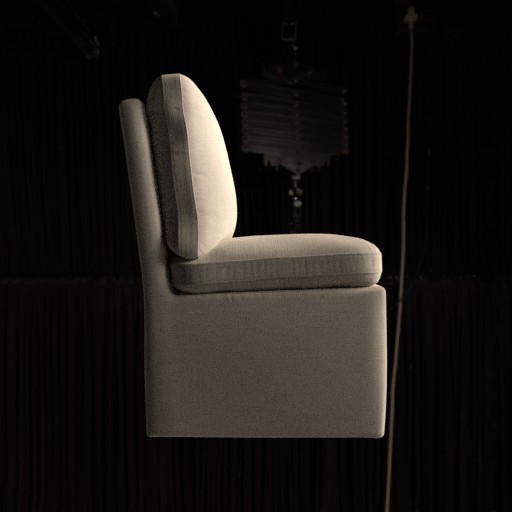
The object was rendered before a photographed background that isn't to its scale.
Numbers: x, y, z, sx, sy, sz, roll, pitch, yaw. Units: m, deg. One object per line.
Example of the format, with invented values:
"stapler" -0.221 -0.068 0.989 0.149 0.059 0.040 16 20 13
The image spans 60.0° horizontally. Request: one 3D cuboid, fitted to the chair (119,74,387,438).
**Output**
"chair" 0.000 0.000 1.350 0.698 0.927 0.503 0 0 0
